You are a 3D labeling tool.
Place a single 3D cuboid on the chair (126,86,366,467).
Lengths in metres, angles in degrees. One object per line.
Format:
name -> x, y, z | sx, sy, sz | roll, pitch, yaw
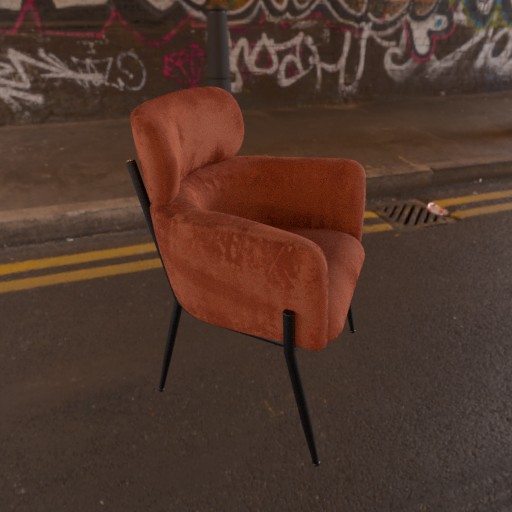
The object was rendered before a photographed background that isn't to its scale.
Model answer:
chair -> 0.000, 0.000, 1.153 | 0.523, 0.772, 0.561 | 10, 32, 17
